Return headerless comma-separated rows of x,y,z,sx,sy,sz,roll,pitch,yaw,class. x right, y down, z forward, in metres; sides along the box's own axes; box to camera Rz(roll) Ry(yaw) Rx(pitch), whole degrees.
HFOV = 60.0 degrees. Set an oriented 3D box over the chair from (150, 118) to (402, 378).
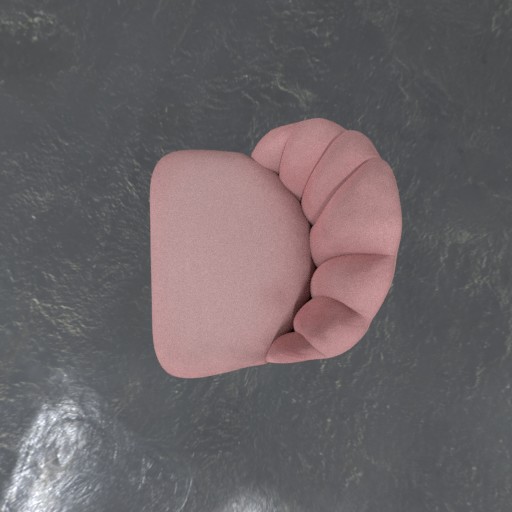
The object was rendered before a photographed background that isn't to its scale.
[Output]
0.000,0.000,1.291,0.599,0.819,0.657,-4,76,-1,chair
